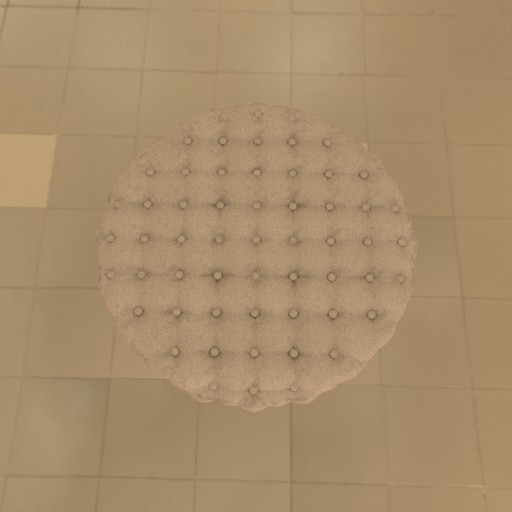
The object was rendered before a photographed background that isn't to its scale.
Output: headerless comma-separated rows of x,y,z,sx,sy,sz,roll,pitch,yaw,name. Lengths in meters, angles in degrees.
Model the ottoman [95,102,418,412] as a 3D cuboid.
0.000,0.000,1.522,0.998,0.399,0.998,0,74,0,ottoman
